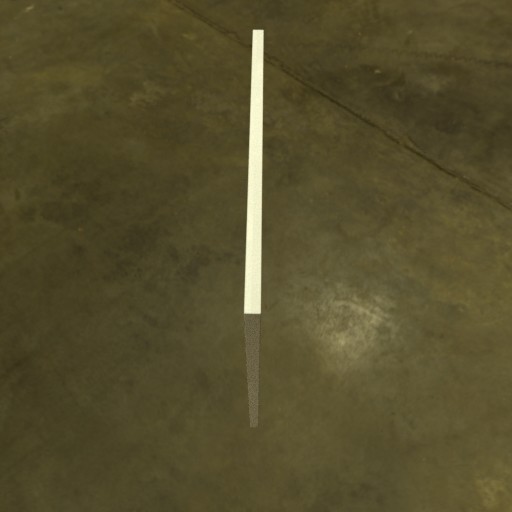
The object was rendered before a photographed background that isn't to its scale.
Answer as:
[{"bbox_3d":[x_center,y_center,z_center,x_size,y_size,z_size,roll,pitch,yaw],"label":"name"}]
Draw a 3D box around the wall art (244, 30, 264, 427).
[{"bbox_3d":[0.000,0.000,1.015,0.021,0.710,0.609,1,58,0],"label":"wall art"}]
